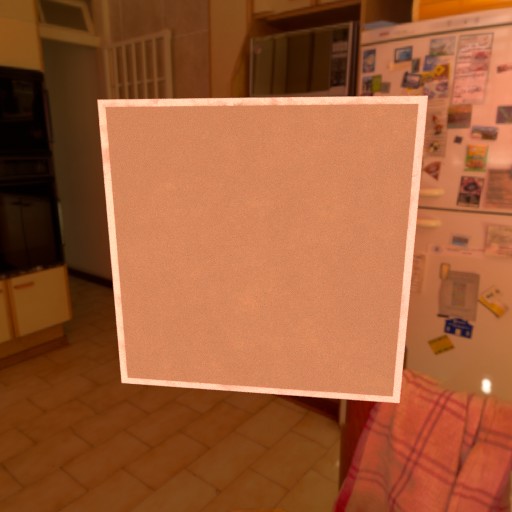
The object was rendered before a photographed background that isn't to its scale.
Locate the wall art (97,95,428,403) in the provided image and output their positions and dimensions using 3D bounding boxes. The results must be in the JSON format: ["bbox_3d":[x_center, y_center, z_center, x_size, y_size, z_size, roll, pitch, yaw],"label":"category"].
[{"bbox_3d":[0.000,0.000,1.127,0.760,0.757,0.038,2,15,7],"label":"wall art"}]
